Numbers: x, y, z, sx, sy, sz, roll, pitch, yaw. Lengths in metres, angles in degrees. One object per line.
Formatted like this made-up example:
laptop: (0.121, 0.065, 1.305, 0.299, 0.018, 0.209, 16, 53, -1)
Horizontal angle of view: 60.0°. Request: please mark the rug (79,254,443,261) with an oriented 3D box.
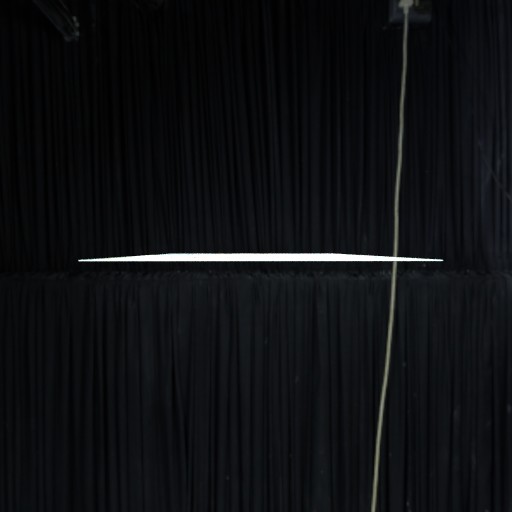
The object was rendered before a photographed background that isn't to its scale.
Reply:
rug: (0.000, 0.000, 3.017, 1.566, 0.004, 2.363, 0, 1, 0)
